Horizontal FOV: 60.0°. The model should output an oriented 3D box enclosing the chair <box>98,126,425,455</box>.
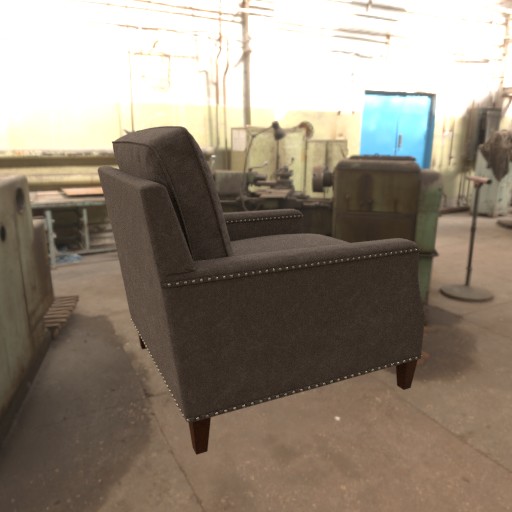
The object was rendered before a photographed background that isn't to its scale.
[{"bbox_3d":[0.000,0.000,1.713,1.014,0.948,0.853,-7,16,-25],"label":"chair"}]
